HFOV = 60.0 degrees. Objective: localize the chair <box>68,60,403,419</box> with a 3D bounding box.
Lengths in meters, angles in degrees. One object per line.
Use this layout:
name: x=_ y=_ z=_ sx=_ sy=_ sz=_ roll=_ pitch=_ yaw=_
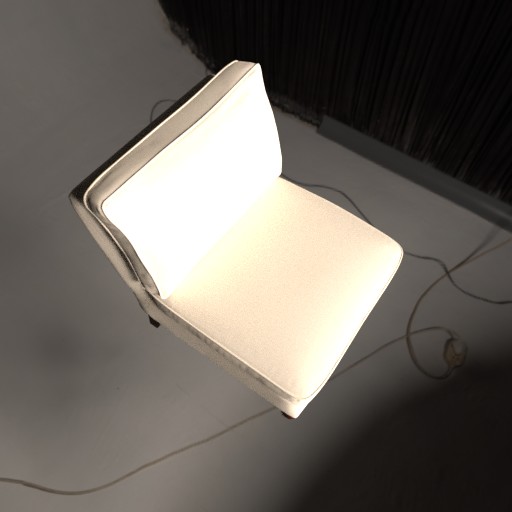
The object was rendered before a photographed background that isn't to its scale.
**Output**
chair: x=0.000 y=0.000 z=1.419 sx=0.781 sy=0.887 sz=0.630 roll=32 pitch=64 yaw=17
